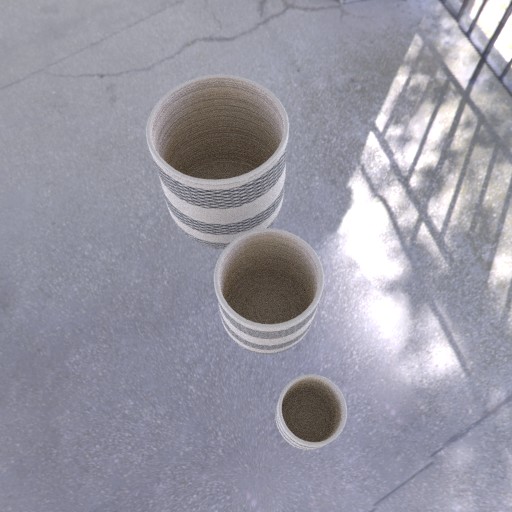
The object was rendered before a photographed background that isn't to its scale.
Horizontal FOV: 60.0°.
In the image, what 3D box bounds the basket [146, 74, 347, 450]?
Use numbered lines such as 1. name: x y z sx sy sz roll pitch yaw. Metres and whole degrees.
1. basket: 0.000 0.000 1.109 0.351 0.356 0.917 -17 65 -8
